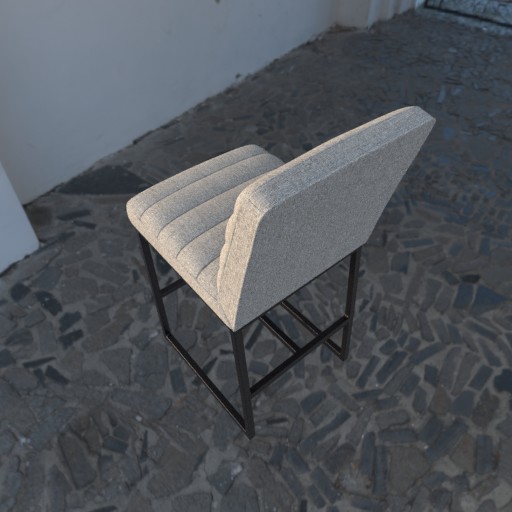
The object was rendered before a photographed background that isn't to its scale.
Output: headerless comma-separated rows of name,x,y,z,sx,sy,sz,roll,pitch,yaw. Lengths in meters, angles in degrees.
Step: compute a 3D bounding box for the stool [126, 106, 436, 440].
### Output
stool,0.000,0.000,1.222,0.460,0.940,0.560,-31,53,-27
